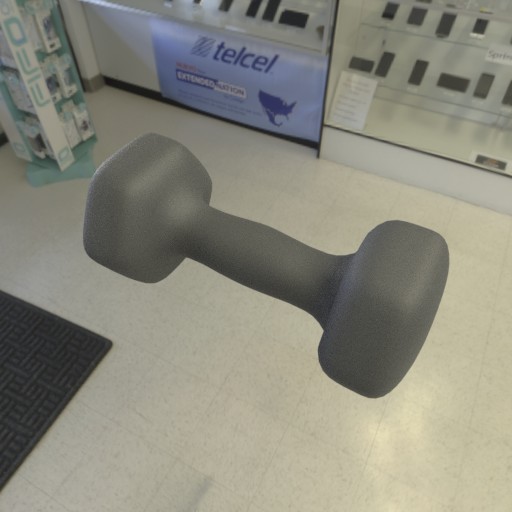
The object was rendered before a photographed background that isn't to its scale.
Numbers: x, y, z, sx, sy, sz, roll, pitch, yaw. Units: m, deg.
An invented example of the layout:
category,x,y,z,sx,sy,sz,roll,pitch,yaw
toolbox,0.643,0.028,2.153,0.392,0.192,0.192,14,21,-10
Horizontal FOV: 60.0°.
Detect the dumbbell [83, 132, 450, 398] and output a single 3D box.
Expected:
category,x,y,z,sx,sy,sz,roll,pitch,yaw
dumbbell,0.000,0.000,0.306,0.240,0.105,0.116,24,52,20
